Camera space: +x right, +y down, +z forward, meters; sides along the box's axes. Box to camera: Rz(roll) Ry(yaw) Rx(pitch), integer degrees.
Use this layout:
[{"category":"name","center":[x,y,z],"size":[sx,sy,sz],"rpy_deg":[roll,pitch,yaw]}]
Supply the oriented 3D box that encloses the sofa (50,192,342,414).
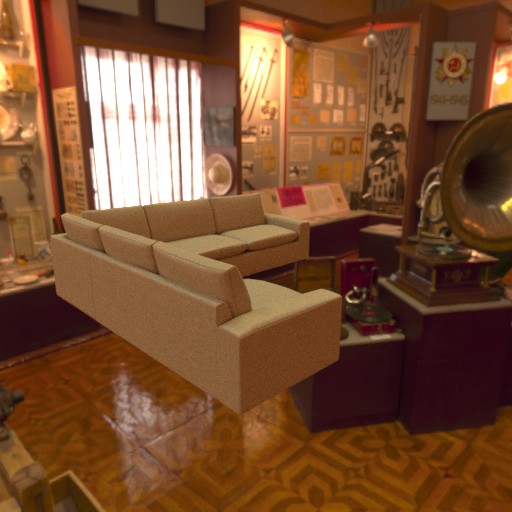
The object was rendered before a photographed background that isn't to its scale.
[{"category":"sofa","center":[0.000,0.000,4.088],"size":[2.742,0.800,2.622],"rpy_deg":[-14,20,-42]}]
